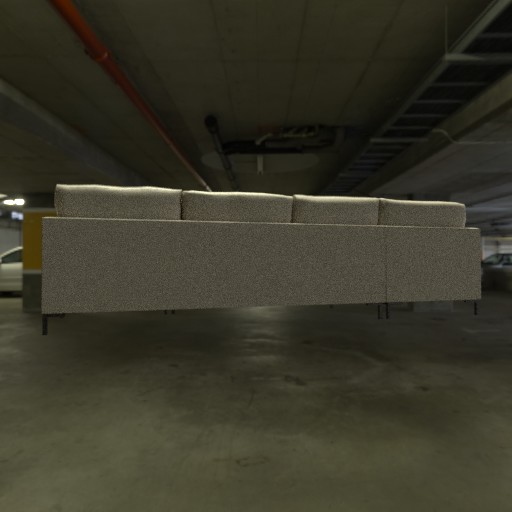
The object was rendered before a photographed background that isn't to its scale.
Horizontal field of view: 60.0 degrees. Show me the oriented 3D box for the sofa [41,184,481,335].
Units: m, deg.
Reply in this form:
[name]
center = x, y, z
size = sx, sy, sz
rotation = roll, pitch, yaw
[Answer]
[sofa]
center = 0.000, 0.000, 4.191
size = 3.384, 0.996, 2.048
rotation = 0, 0, -17
